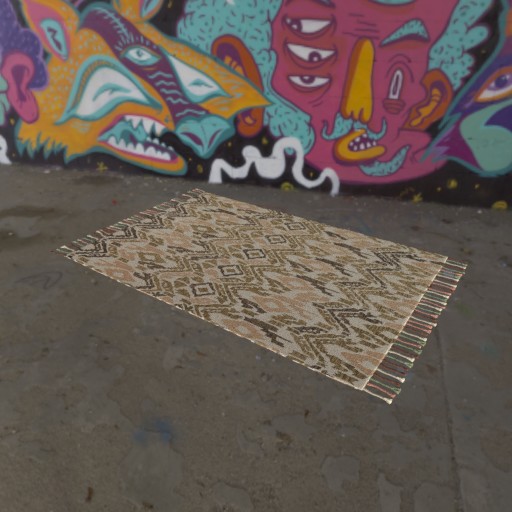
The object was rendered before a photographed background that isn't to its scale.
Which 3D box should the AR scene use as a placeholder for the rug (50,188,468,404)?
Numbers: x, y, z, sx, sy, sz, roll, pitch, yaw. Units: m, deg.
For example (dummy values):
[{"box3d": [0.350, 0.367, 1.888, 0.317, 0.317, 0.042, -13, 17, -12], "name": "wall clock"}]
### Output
[{"box3d": [0.000, 0.000, 3.016, 2.438, 0.008, 1.524, 19, 34, 30], "name": "rug"}]
